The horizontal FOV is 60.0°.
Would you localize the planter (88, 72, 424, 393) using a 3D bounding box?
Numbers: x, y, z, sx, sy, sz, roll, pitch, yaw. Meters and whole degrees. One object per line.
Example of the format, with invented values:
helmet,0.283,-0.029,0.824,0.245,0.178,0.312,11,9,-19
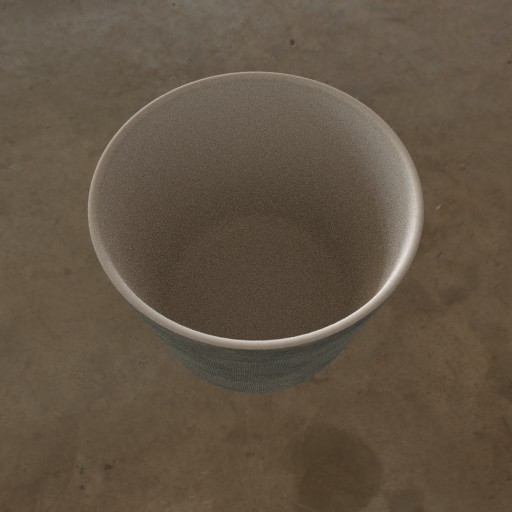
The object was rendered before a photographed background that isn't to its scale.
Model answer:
planter,0.000,0.000,0.763,0.440,0.398,0.440,0,62,0
